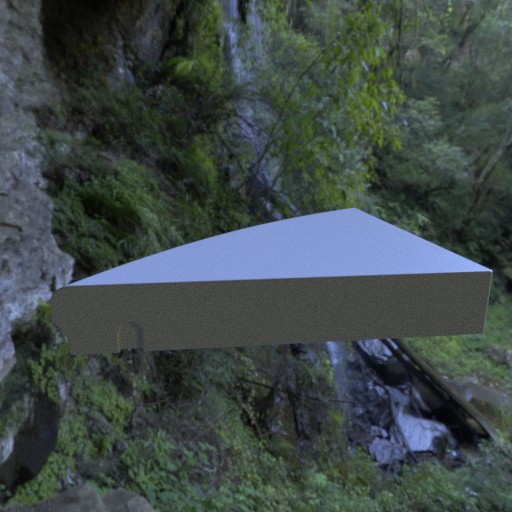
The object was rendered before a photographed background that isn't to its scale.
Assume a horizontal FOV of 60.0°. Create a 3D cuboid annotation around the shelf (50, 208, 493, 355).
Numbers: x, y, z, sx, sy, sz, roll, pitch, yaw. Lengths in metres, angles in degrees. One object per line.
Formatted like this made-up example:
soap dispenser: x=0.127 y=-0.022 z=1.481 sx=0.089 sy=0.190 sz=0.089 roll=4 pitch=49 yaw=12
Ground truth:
shelf: x=0.000 y=0.000 z=0.457 sx=0.310 sy=0.050 sz=0.310 roll=-2 pitch=15 yaw=-7
